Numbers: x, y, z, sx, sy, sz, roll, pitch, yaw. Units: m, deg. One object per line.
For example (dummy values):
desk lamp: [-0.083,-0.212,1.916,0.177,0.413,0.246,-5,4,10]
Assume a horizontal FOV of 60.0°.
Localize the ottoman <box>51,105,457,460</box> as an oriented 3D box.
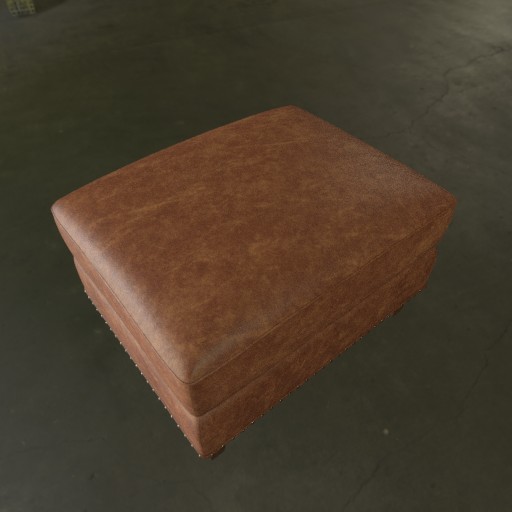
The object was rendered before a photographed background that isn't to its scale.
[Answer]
ottoman: [0.000,0.000,1.113,0.742,0.486,0.586,-30,53,-26]
